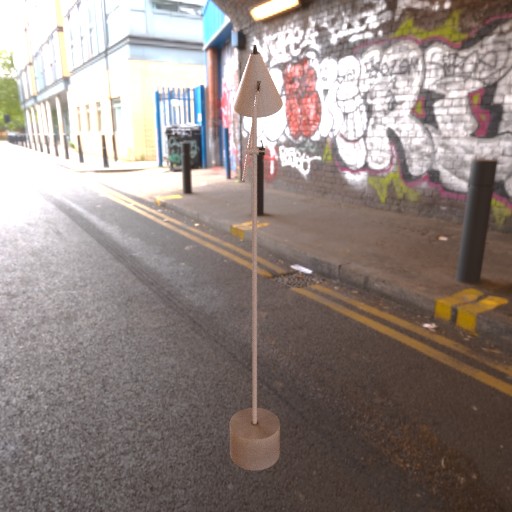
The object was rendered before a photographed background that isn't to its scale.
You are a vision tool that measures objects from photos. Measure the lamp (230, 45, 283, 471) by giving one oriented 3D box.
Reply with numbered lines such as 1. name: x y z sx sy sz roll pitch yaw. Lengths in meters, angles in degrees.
1. lamp: 0.000 0.000 1.614 0.223 1.430 0.508 2 16 8
